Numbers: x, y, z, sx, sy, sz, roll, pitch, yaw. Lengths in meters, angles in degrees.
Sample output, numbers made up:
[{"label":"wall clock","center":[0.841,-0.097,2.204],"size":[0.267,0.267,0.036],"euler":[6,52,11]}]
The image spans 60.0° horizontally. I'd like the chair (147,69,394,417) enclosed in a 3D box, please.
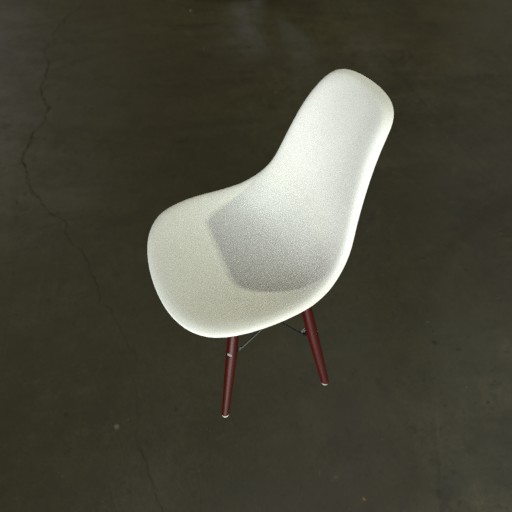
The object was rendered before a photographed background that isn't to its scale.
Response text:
[{"label":"chair","center":[0.000,0.000,1.144],"size":[0.533,0.826,0.470],"euler":[-17,50,-15]}]
